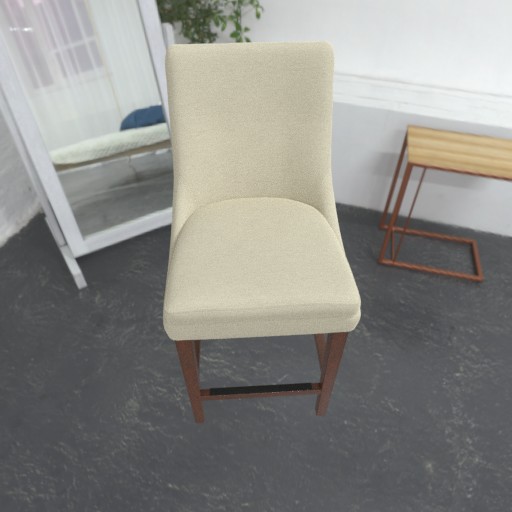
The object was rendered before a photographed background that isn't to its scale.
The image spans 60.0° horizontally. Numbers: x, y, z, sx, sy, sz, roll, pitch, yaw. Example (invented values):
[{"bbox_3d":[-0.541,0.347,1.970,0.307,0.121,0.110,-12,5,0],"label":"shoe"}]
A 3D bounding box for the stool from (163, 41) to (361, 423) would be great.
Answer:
[{"bbox_3d":[0.000,0.000,1.259,0.470,0.981,0.577,-3,45,-2],"label":"stool"}]
